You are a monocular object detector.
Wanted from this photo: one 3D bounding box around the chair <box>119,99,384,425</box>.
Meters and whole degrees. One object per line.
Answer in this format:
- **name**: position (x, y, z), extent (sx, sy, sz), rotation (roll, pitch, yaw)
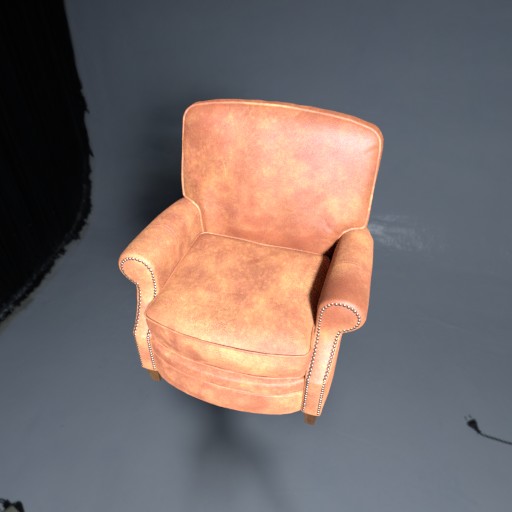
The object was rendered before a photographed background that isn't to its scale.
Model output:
- **chair**: position (0.000, 0.000, 1.819), extent (0.936, 1.018, 0.986), rotation (12, 43, 13)
